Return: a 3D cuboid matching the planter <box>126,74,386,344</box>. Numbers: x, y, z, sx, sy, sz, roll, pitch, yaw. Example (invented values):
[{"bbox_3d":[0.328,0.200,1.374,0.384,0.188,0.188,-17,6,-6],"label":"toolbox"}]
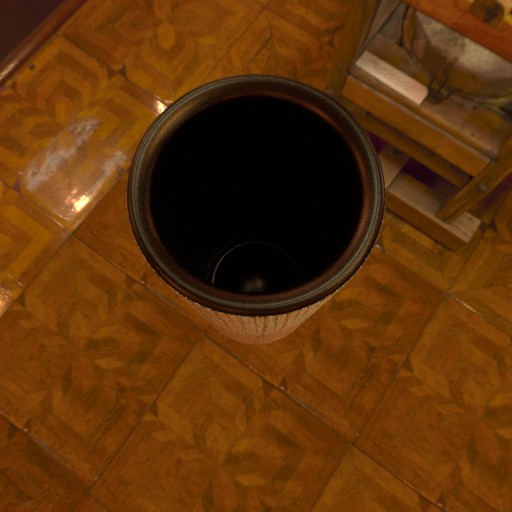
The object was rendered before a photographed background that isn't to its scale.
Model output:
[{"bbox_3d":[0.000,0.000,0.278,0.100,0.227,0.100,37,79,8],"label":"planter"}]
